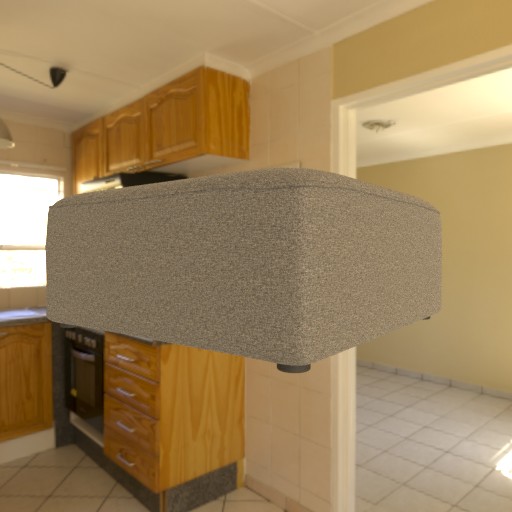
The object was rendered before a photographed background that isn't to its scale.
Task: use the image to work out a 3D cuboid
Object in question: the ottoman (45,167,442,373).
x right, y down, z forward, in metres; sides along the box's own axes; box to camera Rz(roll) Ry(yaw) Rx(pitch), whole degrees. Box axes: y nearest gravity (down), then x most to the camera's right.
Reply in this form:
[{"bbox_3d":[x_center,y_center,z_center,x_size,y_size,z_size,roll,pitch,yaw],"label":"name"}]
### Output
[{"bbox_3d":[0.000,0.000,1.558,1.005,0.464,1.015,1,1,37],"label":"ottoman"}]
